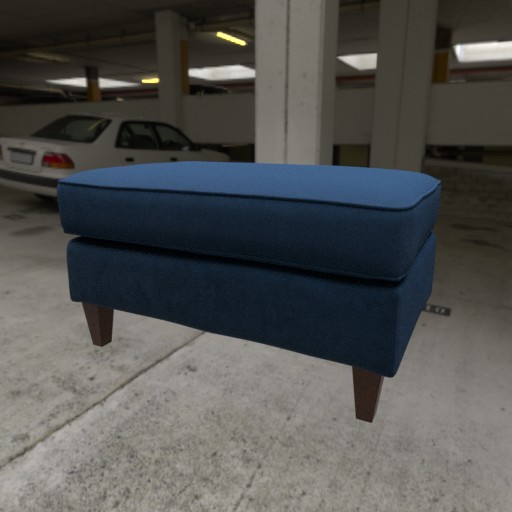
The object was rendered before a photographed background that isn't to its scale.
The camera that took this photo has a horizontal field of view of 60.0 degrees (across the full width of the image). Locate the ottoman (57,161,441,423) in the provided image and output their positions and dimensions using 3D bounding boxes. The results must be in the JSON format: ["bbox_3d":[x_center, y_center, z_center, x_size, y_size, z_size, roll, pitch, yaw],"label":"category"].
[{"bbox_3d":[0.000,0.000,1.197,0.862,0.484,0.583,8,17,26],"label":"ottoman"}]
